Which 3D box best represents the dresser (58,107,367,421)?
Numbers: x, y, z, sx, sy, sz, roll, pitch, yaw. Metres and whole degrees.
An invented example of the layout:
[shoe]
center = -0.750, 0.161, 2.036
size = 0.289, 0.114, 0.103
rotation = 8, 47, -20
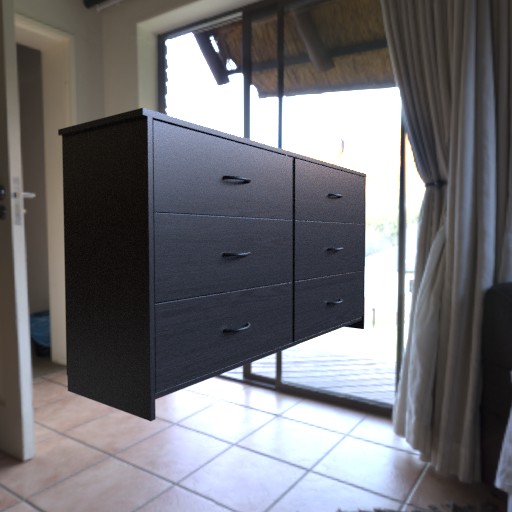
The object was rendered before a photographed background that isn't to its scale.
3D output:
[dresser]
center = 0.000, 0.000, 1.703
size = 0.401, 0.755, 1.360
rotation = 2, 3, 36
